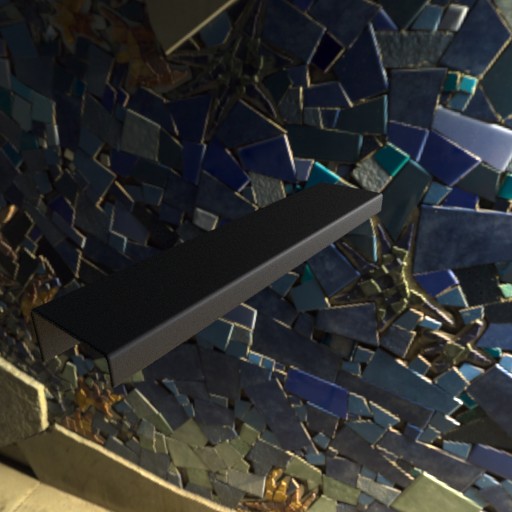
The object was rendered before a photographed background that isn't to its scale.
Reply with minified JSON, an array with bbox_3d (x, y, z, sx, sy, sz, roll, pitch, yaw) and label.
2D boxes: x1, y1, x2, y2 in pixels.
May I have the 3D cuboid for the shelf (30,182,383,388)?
[{"bbox_3d":[0.000,0.000,0.494,0.102,0.053,0.456,18,31,33],"label":"shelf"}]
